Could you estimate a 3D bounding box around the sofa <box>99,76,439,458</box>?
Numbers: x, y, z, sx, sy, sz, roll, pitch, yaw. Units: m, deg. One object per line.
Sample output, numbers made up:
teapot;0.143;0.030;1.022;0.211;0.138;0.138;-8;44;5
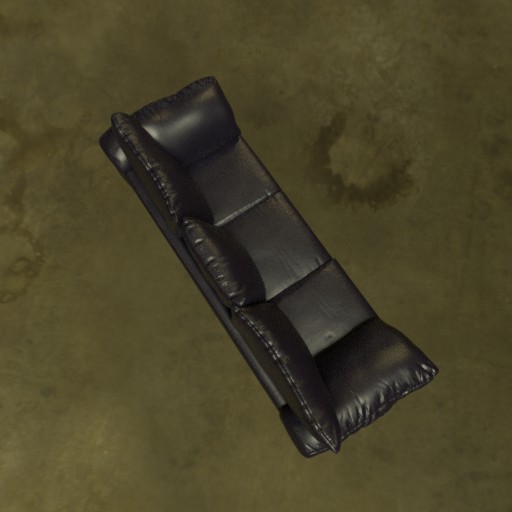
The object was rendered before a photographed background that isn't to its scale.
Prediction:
sofa;0.000;0.000;2.811;0.880;1.073;2.336;-33;78;-8
